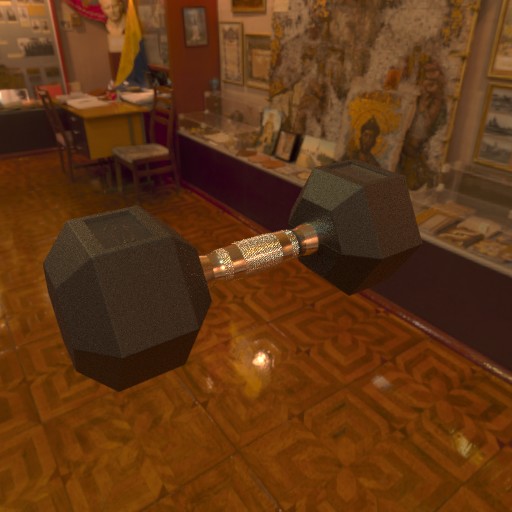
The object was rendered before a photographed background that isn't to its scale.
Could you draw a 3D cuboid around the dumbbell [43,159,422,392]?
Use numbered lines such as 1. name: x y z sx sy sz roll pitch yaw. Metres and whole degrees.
1. dumbbell: 0.000 0.000 0.422 0.356 0.123 0.141 -17 33 -29
